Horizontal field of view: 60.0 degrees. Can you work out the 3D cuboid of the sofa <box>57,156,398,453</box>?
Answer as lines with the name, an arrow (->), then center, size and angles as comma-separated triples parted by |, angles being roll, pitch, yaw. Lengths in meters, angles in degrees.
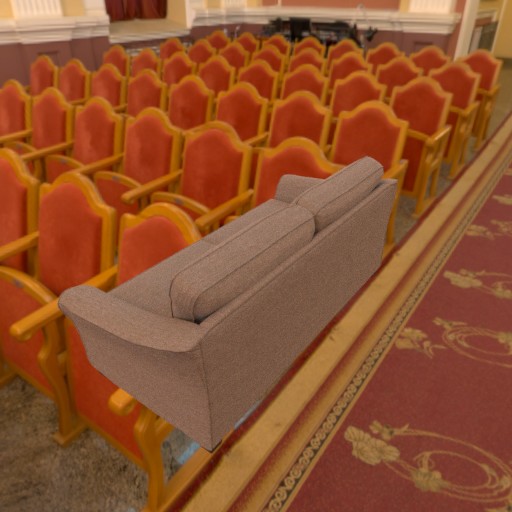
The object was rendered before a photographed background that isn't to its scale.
sofa -> 0.000, 0.000, 2.857 | 0.980, 0.965, 2.270 | 20, 36, 30
